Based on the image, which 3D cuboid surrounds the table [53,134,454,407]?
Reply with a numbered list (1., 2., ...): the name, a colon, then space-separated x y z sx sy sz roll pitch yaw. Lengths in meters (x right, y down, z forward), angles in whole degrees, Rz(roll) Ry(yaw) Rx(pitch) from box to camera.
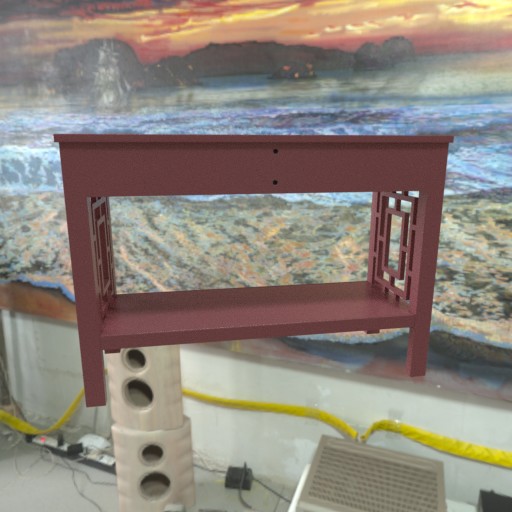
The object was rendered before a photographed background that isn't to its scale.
1. table: 0.000 0.000 1.443 1.068 0.753 0.397 -2 14 -10
